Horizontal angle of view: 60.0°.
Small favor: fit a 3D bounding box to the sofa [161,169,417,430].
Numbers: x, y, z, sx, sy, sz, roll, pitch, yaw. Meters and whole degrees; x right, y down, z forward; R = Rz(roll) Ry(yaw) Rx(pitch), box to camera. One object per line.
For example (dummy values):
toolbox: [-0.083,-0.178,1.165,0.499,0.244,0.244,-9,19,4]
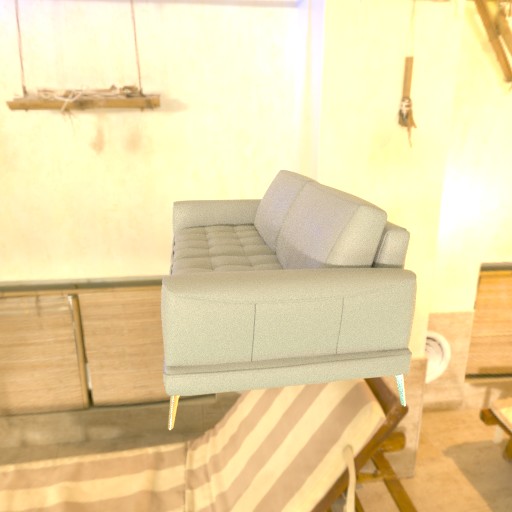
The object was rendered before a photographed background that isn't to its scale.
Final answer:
sofa: [0.000,0.000,2.788,1.121,0.930,2.177,-2,16,-9]
